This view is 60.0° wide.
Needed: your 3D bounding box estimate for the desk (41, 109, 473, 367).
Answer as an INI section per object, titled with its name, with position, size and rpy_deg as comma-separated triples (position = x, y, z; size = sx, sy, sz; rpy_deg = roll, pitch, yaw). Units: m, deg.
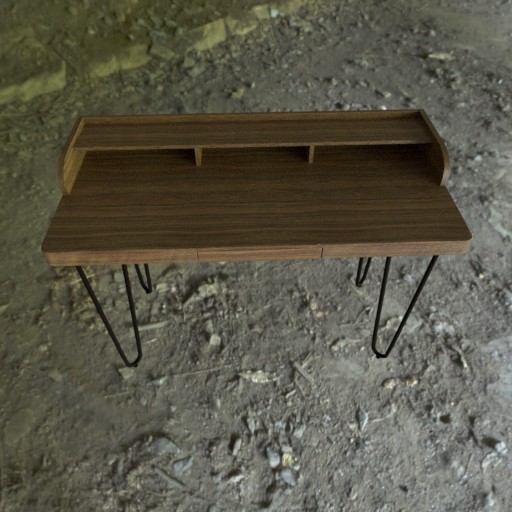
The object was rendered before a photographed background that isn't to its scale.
[desk]
position = 0.000, 0.000, 1.648
size = 1.200, 0.854, 0.565
rpy_deg = -2, 46, -2
